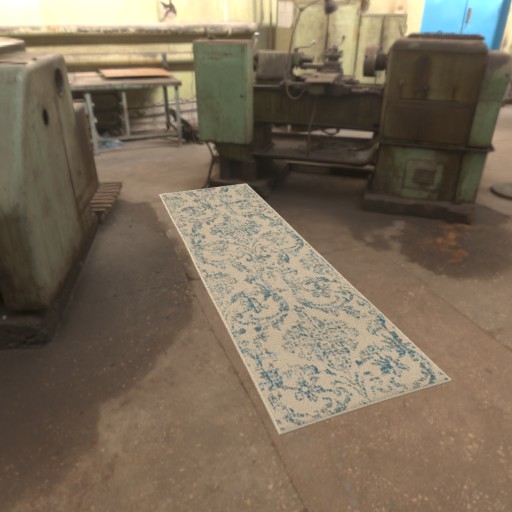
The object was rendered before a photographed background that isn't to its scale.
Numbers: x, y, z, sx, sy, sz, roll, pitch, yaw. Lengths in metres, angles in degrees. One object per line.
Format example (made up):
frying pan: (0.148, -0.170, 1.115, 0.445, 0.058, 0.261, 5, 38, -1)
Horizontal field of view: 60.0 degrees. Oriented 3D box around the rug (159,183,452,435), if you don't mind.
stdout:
rug: (0.000, 0.000, 2.361, 0.662, 0.011, 2.196, -10, 30, -18)
